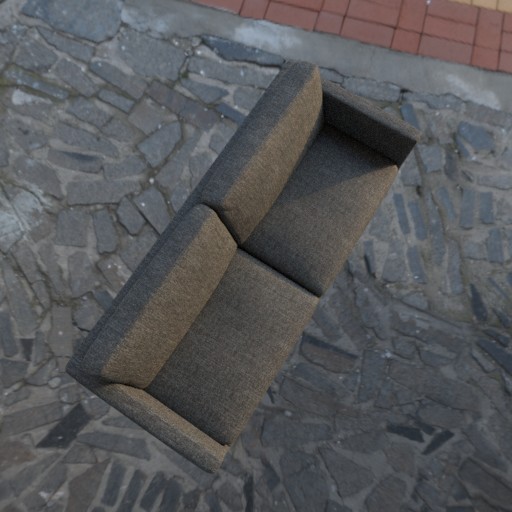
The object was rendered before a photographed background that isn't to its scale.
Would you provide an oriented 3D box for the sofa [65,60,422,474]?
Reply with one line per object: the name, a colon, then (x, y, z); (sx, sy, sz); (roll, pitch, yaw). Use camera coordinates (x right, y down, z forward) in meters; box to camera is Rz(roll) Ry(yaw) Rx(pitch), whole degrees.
sofa: (0.000, 0.000, 2.668); (0.948, 0.960, 2.208); (32, 78, 8)
